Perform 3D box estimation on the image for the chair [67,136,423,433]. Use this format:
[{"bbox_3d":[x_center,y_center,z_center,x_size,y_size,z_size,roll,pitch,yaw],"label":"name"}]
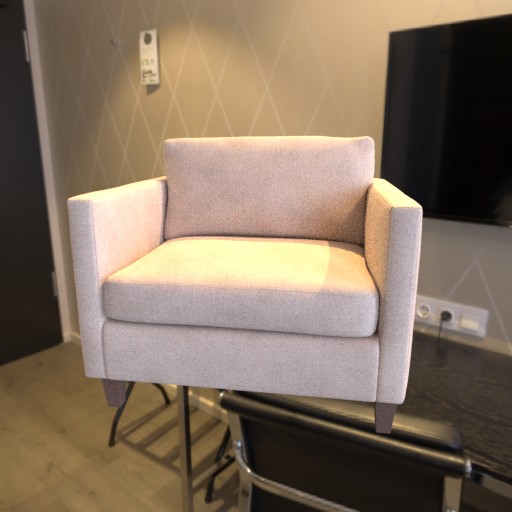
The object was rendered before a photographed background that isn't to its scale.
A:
[{"bbox_3d":[0.000,0.000,1.830,1.133,0.961,0.959,2,15,9],"label":"chair"}]
